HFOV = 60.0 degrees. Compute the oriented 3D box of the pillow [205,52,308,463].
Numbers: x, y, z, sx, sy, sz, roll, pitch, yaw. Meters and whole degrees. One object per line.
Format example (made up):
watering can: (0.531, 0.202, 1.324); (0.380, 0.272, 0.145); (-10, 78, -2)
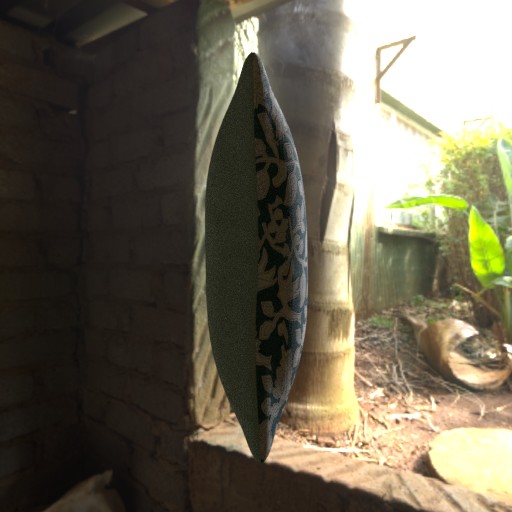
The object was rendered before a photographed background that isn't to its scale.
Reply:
pillow: (0.000, 0.000, 0.803); (0.166, 0.508, 0.525); (0, 0, 0)
